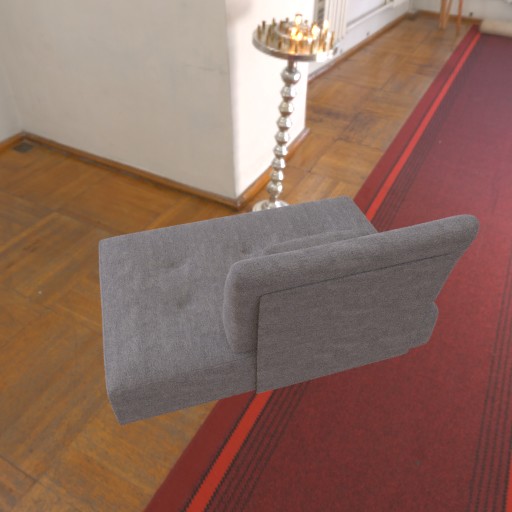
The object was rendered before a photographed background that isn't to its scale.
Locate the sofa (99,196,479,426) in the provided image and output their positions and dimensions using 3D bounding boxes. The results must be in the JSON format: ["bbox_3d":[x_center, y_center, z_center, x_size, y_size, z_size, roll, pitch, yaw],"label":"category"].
[{"bbox_3d":[0.000,0.000,2.019,1.450,0.820,1.002,-11,43,-12],"label":"sofa"}]
